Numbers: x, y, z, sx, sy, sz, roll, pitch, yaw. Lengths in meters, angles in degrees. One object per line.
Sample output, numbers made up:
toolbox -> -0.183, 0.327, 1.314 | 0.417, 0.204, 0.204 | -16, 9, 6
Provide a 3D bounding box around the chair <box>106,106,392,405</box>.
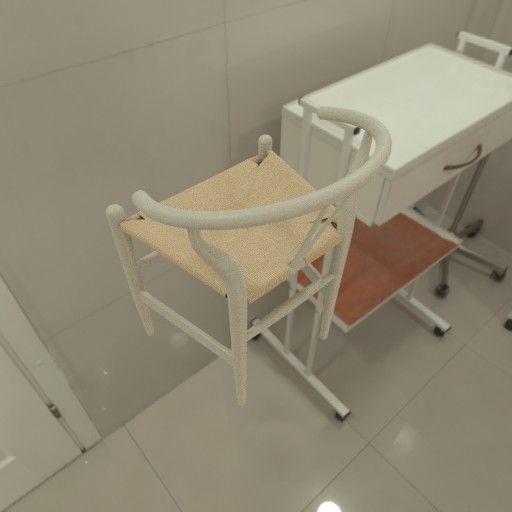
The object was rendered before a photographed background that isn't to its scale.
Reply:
chair -> 0.000, 0.000, 1.107 | 0.533, 0.736, 0.500 | -32, 54, -27
